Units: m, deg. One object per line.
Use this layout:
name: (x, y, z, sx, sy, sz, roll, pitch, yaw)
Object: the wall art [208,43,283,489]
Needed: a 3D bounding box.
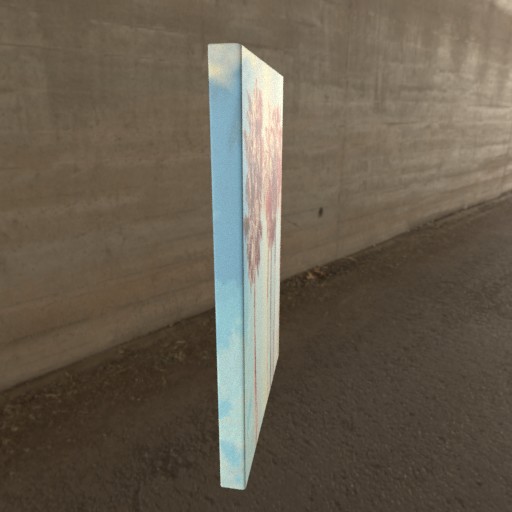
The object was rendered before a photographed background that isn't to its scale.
wall art: (0.000, 0.000, 0.762, 0.038, 0.610, 0.401, 3, 18, 9)
